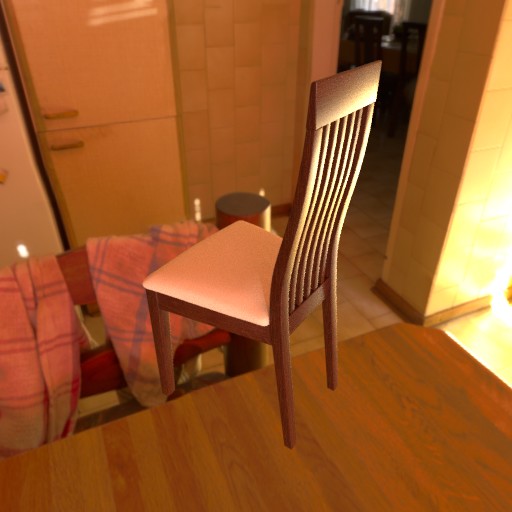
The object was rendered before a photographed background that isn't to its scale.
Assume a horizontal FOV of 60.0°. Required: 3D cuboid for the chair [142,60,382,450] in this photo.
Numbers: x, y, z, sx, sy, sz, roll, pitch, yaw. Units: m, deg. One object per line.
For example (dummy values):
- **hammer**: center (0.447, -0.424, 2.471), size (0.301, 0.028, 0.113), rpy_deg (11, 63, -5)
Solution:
- **chair**: center (0.000, 0.000, 1.251), size (0.474, 1.027, 0.460), rpy_deg (21, 38, 30)
